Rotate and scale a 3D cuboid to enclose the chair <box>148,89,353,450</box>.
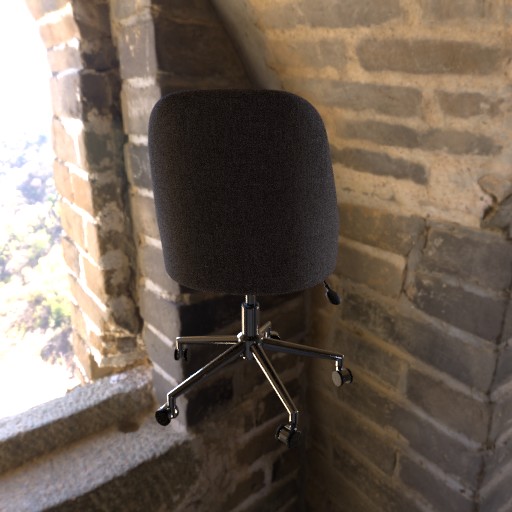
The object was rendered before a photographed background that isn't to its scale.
[{"bbox_3d":[0.000,0.000,1.422,0.671,0.950,0.712,2,16,8],"label":"chair"}]
